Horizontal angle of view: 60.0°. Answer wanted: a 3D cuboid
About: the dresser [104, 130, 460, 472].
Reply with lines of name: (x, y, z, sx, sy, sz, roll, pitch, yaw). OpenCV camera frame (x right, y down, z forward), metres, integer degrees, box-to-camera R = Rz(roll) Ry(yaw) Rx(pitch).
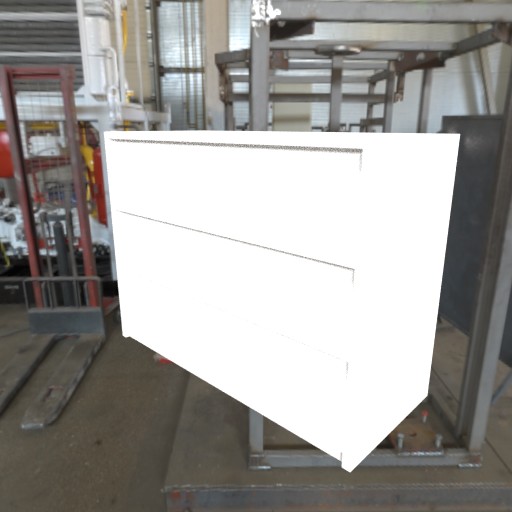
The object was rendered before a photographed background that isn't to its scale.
dresser: (0.000, 0.000, 1.530, 1.100, 0.820, 0.460, 15, 22, 42)
